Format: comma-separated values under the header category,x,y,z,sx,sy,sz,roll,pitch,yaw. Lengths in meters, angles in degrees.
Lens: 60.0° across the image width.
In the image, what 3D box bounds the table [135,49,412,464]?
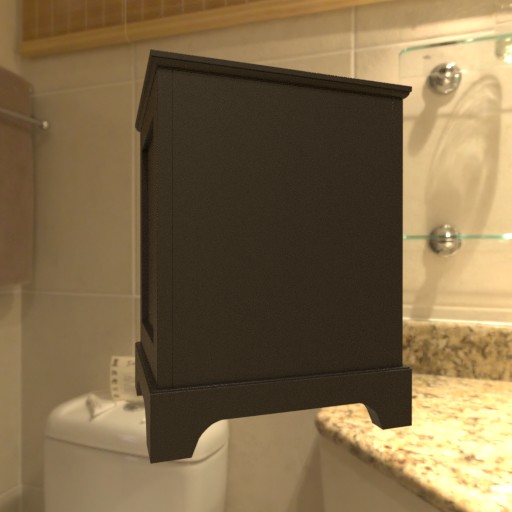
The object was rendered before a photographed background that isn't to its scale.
category,x,y,z,sx,sy,sz,roll,pitch,yaw
table,0.000,0.000,0.912,0.460,0.610,0.399,0,0,-18
